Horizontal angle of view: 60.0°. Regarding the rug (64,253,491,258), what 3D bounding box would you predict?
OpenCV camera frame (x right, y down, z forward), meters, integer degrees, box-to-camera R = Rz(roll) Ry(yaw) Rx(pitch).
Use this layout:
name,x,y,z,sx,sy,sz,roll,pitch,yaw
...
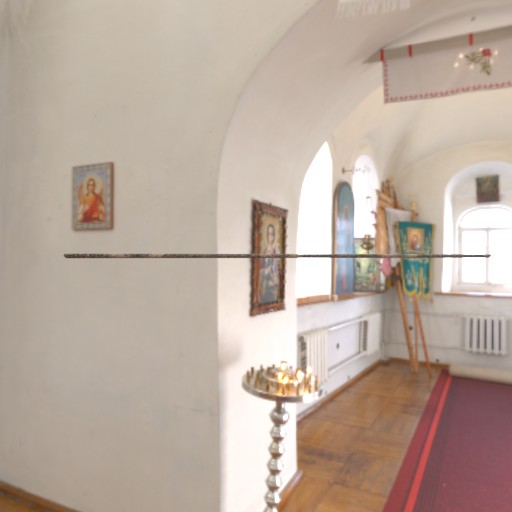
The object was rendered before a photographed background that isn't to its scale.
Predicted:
name,x,y,z,sx,sy,sz,roll,pitch,yaw
rug,0.000,0.000,4.021,3.000,0.026,2.399,0,0,-18
